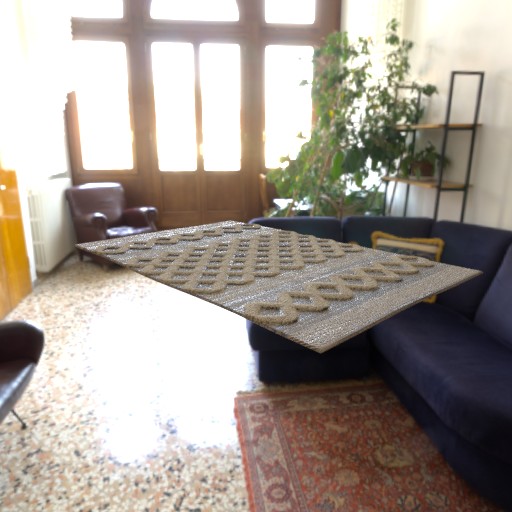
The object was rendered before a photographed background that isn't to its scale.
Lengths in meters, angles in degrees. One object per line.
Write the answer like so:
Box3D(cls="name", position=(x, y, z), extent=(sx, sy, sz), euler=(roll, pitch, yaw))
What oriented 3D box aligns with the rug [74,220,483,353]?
Box3D(cls="rug", position=(0.000, 0.000, 2.948), extent=(1.513, 0.033, 2.333), euler=(-13, 20, -41))
